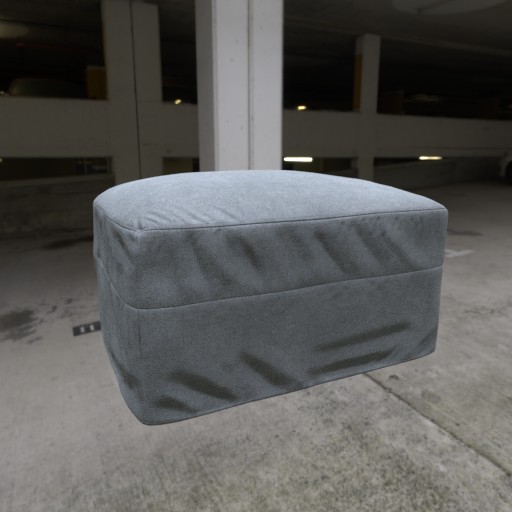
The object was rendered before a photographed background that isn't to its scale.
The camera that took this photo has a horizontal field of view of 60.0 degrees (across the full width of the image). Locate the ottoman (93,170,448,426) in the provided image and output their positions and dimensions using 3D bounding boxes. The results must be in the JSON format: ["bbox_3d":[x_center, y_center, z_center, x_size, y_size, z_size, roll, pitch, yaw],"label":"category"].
[{"bbox_3d":[0.000,0.000,1.265,0.837,0.481,0.683,-6,14,-25],"label":"ottoman"}]
